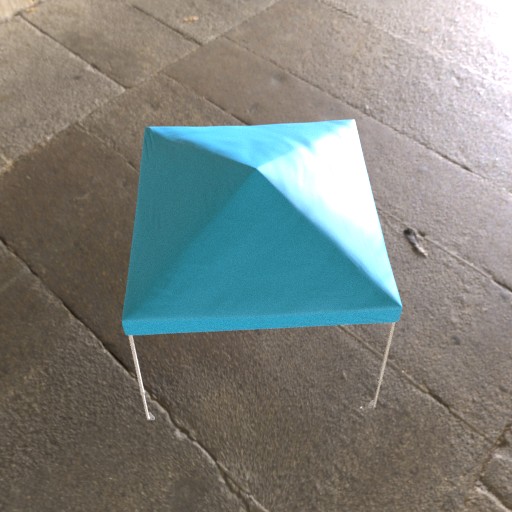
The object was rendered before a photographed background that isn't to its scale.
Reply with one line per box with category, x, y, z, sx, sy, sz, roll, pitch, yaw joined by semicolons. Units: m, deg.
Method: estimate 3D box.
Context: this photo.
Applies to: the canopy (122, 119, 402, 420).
canopy;0.000;0.000;5.081;2.848;2.849;2.849;-3;58;-2
